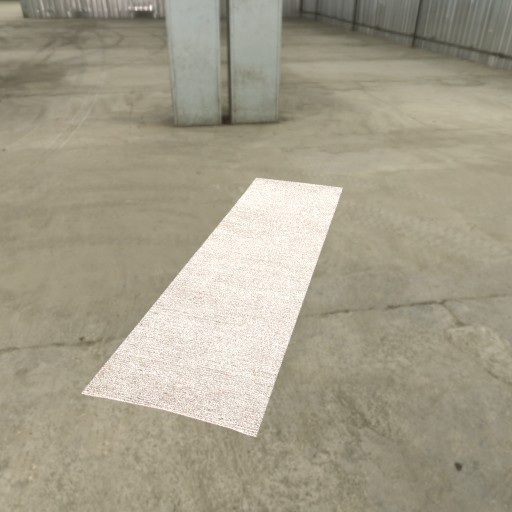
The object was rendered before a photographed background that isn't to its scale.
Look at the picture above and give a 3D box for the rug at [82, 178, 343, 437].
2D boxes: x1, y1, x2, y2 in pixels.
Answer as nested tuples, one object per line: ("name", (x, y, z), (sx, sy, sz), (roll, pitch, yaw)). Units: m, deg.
("rug", (0.000, 0.000, 2.596), (0.712, 0.013, 2.346), (9, 33, 14))
